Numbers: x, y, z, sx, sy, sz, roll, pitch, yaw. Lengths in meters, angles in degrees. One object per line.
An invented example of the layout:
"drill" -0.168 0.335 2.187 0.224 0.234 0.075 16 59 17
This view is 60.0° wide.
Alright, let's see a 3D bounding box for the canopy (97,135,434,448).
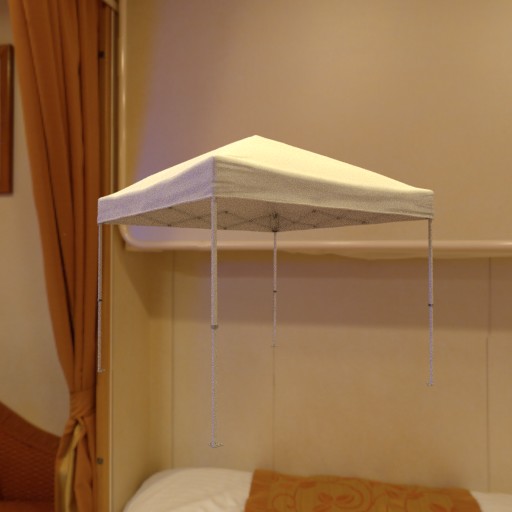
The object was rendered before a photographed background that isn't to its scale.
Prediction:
"canopy" 0.000 0.000 5.482 2.998 2.997 2.996 1 -1 -36
